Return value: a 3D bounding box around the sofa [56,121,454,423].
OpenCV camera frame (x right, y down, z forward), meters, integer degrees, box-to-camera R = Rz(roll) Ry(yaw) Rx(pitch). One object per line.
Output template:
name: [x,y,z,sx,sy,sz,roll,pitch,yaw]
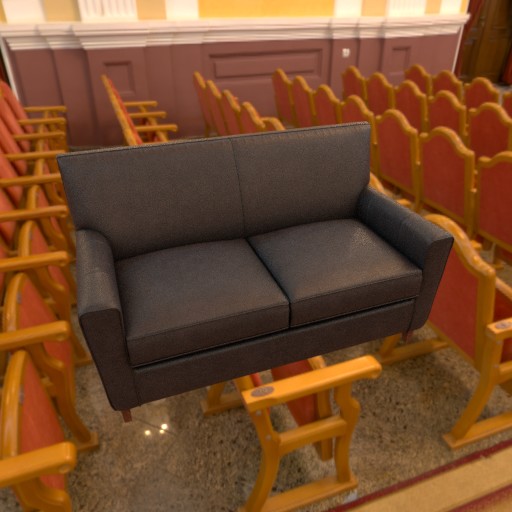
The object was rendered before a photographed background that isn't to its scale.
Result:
sofa: [0.000,0.000,1.962,1.473,0.871,0.787,-11,33,-17]
